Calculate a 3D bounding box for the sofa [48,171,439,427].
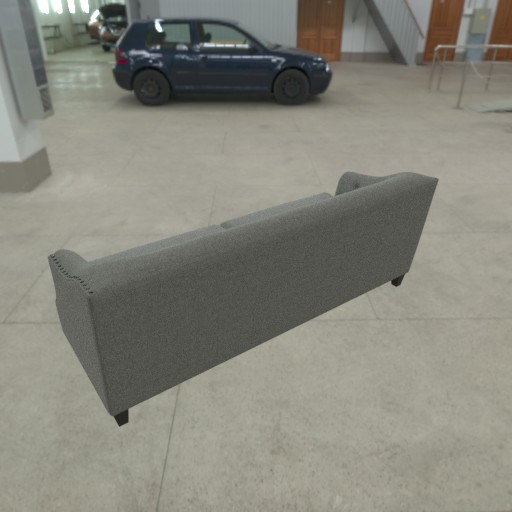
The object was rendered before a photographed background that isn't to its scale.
[{"bbox_3d":[0.000,0.000,2.752,2.235,0.901,0.914,-20,35,-31],"label":"sofa"}]
